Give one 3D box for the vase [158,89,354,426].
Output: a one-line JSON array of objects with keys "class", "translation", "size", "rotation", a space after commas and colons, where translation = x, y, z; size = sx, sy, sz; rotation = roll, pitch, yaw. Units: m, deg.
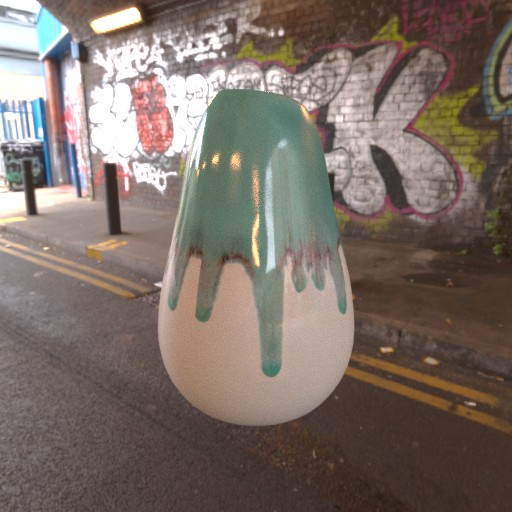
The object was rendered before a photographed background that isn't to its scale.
[{"class": "vase", "translation": [0.000, 0.000, 0.258], "size": [0.116, 0.179, 0.116], "rotation": [0, 14, 0]}]
